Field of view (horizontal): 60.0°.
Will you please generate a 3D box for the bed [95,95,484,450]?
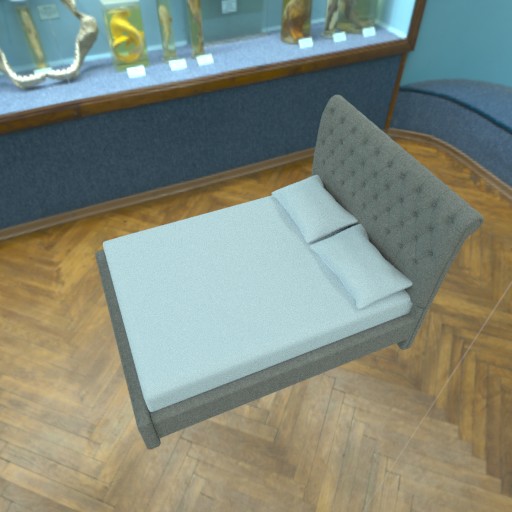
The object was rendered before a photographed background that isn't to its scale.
[{"bbox_3d":[0.000,0.000,3.301,2.252,1.371,1.645,-17,49,-16],"label":"bed"}]
